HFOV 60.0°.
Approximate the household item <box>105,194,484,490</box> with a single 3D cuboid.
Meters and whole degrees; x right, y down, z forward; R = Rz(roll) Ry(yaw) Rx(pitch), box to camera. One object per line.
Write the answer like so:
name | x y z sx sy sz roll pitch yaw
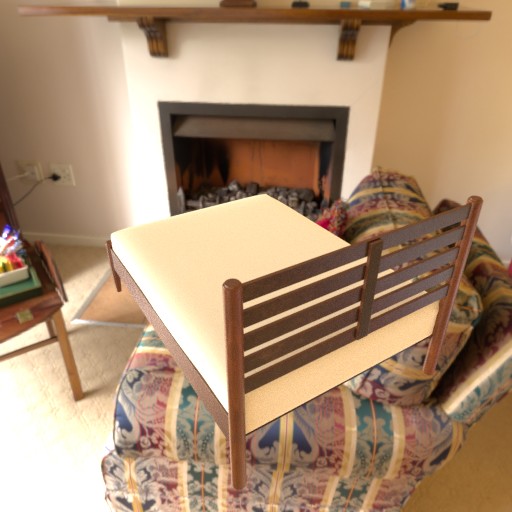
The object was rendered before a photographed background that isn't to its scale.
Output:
household item | 0.000 0.000 3.265 1.663 1.356 2.232 -18 35 -27
